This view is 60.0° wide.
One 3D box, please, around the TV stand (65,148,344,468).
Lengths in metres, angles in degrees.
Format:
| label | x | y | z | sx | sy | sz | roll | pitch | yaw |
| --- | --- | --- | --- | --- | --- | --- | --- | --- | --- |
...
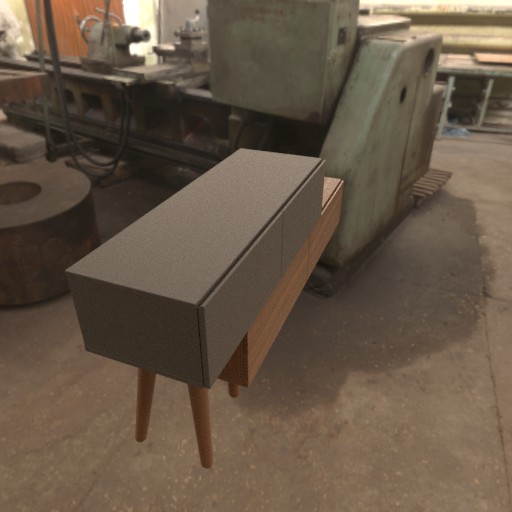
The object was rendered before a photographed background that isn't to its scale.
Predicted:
| label | x | y | z | sx | sy | sz | roll | pitch | yaw |
| --- | --- | --- | --- | --- | --- | --- | --- | --- | --- |
| TV stand | 0.000 | 0.000 | 1.562 | 0.329 | 0.591 | 1.336 | 12 | 33 | 19 |
